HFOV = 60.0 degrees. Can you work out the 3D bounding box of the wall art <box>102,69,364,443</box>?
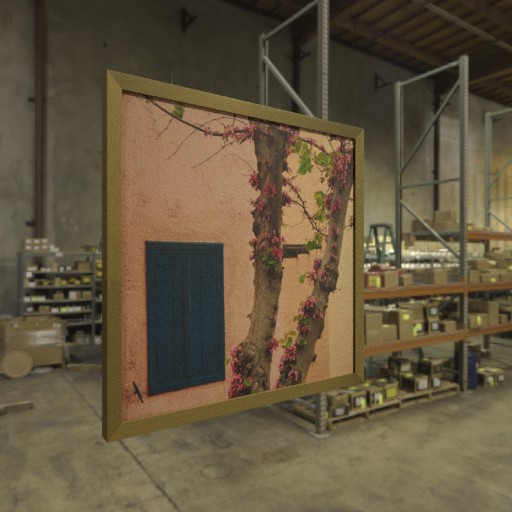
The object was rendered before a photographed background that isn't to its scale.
[{"bbox_3d":[0.000,0.000,1.135,0.762,0.762,0.038,0,0,-34],"label":"wall art"}]
